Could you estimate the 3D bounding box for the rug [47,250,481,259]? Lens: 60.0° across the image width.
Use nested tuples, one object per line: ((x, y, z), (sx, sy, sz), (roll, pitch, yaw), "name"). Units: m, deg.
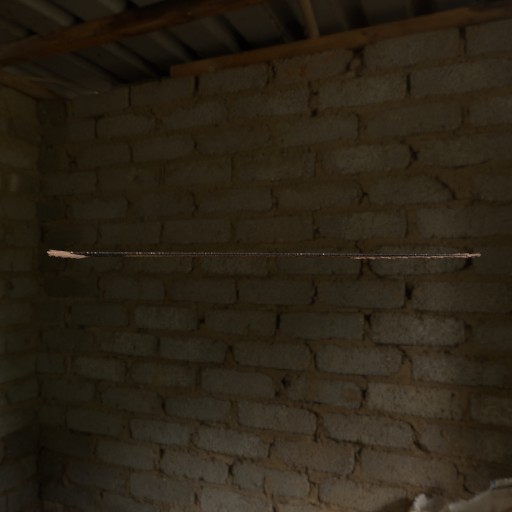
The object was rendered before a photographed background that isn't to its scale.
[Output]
((0.000, 0.000, 2.520), (2.021, 0.027, 1.224), (0, -1, -17), "rug")
